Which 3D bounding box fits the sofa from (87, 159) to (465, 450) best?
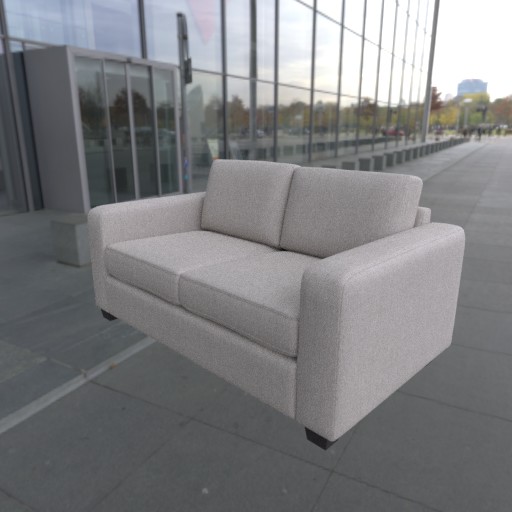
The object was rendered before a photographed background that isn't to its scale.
[{"bbox_3d":[0.000,0.000,2.038,1.540,0.800,0.900,15,22,42],"label":"sofa"}]
